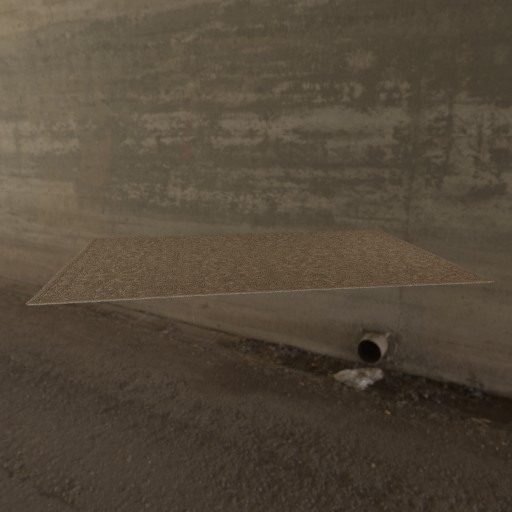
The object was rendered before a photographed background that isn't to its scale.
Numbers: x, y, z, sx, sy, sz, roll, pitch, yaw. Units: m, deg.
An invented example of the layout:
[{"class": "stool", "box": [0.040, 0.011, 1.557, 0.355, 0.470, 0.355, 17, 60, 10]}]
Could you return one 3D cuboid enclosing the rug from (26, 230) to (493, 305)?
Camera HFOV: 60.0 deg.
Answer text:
[{"class": "rug", "box": [0.000, 0.000, 2.997, 2.435, 0.012, 1.529, -2, 14, -8]}]
